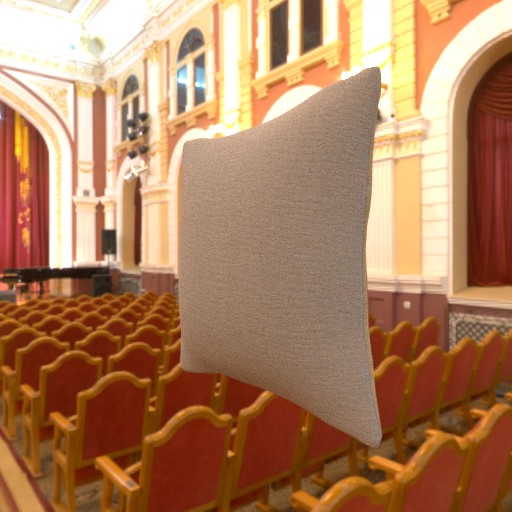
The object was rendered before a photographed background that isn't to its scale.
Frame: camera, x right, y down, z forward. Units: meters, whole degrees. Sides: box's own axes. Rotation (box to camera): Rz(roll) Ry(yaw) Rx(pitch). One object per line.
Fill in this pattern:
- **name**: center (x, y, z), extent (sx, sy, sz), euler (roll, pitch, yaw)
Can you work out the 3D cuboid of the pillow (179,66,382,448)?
- **pillow**: center (0.000, 0.000, 0.646), extent (0.136, 0.419, 0.437), euler (0, 0, -38)
